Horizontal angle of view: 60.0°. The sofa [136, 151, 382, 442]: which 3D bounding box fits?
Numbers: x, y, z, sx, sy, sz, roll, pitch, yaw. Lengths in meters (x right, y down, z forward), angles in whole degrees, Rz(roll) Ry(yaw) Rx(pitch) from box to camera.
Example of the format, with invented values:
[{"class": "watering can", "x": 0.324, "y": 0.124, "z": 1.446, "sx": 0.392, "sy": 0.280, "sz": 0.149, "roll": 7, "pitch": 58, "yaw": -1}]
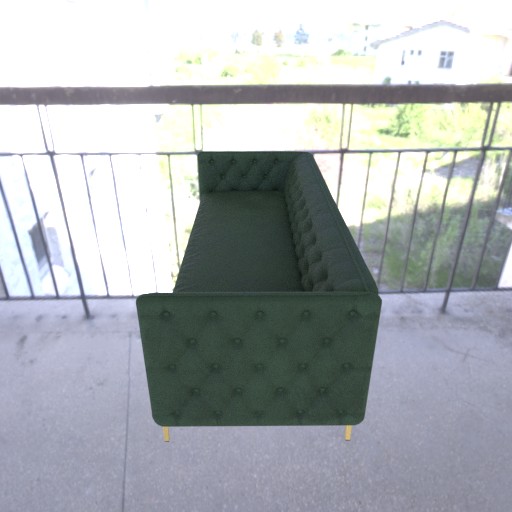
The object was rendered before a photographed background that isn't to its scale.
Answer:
[{"class": "sofa", "x": 0.000, "y": 0.000, "z": 2.690, "sx": 0.895, "sy": 0.771, "sz": 2.209, "roll": 0, "pitch": 27, "yaw": 0}]
